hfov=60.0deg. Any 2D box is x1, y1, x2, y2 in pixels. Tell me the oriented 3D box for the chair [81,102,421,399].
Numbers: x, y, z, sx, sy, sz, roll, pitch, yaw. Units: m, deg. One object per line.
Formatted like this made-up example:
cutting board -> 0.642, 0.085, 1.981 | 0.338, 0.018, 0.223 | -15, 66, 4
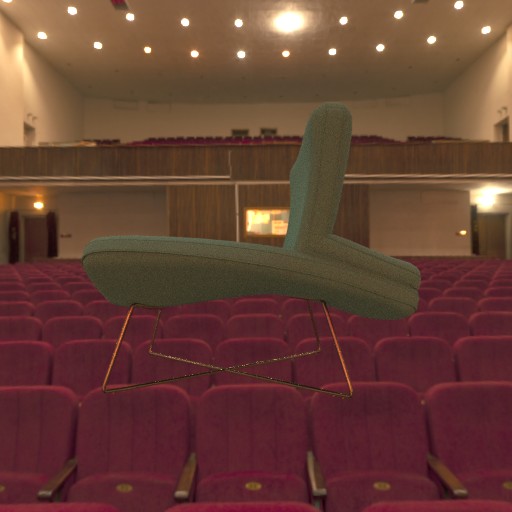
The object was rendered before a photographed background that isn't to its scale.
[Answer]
chair -> 0.000, 0.000, 1.646 | 1.008, 0.855, 0.859 | 0, -1, 0
